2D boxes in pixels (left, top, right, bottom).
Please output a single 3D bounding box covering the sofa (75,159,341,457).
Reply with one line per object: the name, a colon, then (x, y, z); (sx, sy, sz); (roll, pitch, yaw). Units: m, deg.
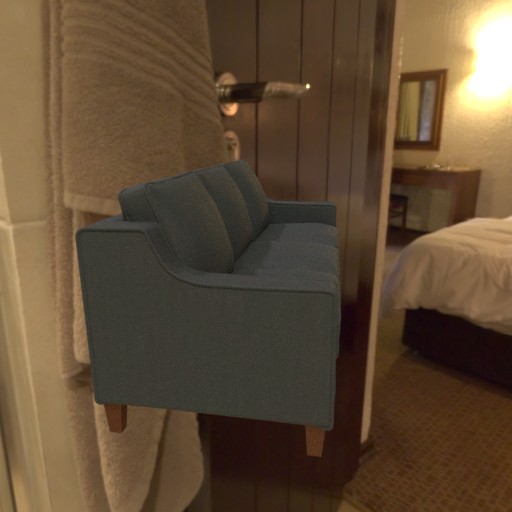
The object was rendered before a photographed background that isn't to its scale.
sofa: (0.000, 0.000, 2.459); (0.911, 0.974, 1.986); (3, 15, 10)
